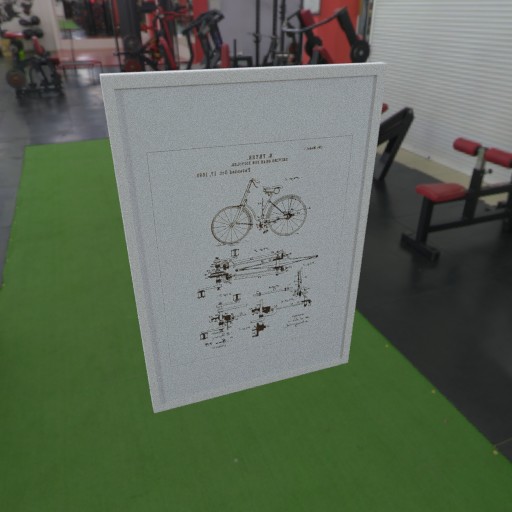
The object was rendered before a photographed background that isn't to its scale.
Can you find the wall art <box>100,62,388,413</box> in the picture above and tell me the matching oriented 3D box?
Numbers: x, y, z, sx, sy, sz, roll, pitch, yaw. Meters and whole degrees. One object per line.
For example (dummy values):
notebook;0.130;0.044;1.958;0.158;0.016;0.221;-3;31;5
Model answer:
wall art;0.000;0.000;0.608;0.332;0.477;0.015;-10;31;-17
